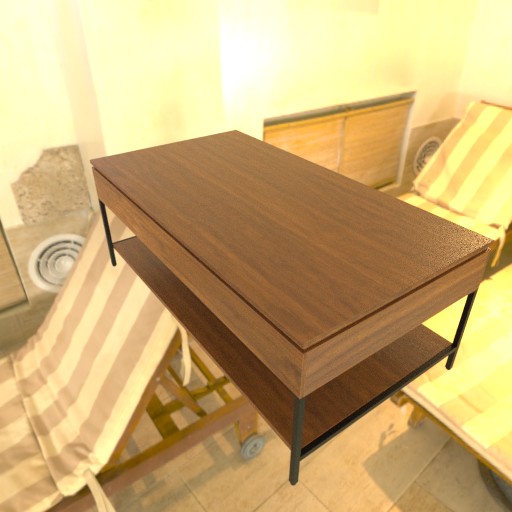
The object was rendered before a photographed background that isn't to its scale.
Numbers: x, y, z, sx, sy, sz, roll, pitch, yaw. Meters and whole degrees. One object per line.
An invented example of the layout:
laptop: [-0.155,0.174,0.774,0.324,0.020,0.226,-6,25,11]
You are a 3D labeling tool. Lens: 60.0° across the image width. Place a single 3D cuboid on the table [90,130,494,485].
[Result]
table: [0.000,0.000,1.336,0.574,0.414,1.057,-21,38,-30]
